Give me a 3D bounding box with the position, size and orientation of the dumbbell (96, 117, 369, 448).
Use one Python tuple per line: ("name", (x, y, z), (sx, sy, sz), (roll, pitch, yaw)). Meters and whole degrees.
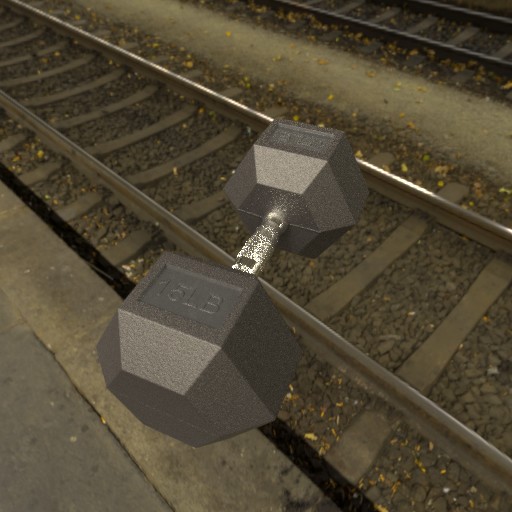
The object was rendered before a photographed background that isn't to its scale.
("dumbbell", (0.000, 0.000, 0.338), (0.122, 0.106, 0.271), (17, 47, 16))
